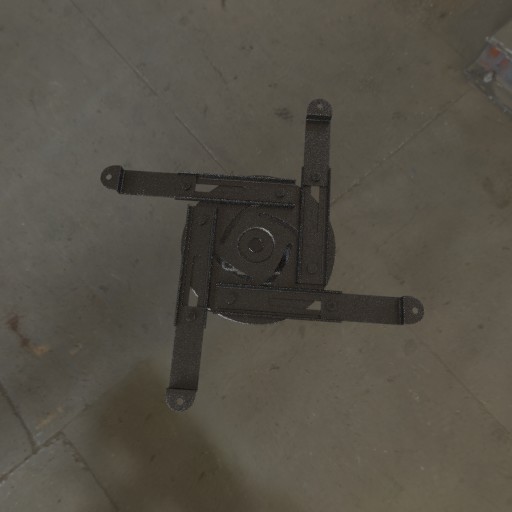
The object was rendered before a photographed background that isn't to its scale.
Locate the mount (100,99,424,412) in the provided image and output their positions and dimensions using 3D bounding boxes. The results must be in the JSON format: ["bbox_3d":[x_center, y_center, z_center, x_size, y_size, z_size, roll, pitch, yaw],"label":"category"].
[{"bbox_3d":[0.000,0.000,0.593,0.394,0.141,0.394,4,75,1],"label":"mount"}]
